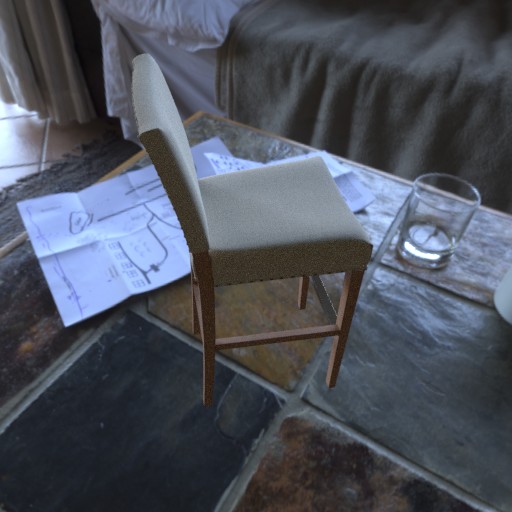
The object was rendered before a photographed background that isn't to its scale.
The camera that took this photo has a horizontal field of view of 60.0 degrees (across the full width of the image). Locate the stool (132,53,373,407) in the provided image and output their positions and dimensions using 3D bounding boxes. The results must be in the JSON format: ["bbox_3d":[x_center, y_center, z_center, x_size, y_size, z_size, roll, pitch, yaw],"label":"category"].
[{"bbox_3d":[0.000,0.000,1.391,0.546,1.143,0.428,-9,46,-9],"label":"stool"}]
